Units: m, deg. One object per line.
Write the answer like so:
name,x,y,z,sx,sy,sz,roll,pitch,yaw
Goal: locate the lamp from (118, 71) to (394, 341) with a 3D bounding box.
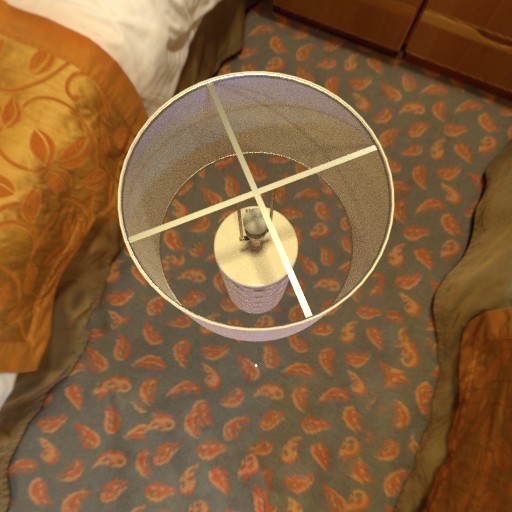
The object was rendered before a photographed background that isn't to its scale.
lamp,0.000,0.000,0.831,0.325,0.636,0.324,-21,77,-5
